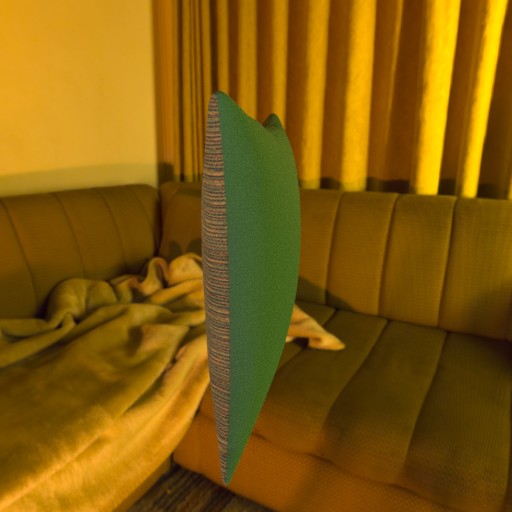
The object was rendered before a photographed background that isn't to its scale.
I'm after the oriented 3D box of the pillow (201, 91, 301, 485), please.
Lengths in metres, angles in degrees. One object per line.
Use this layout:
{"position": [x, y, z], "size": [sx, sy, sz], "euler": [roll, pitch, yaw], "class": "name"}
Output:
{"position": [0.000, 0.000, 0.767], "size": [0.150, 0.497, 0.514], "euler": [2, 15, 9], "class": "pillow"}
